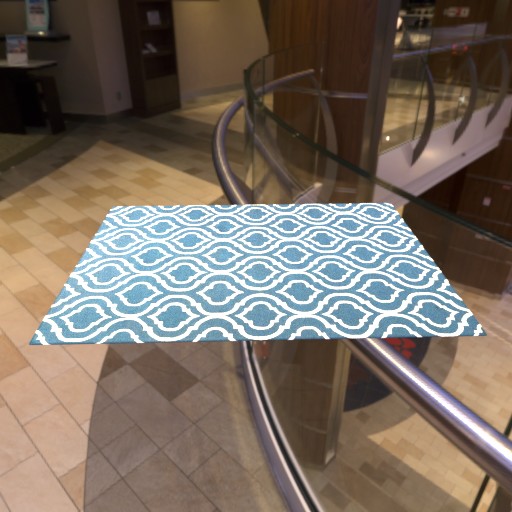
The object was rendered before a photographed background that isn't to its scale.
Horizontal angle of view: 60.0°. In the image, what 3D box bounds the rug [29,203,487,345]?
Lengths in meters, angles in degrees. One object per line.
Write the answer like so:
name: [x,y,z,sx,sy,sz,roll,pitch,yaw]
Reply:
rug: [0.000,0.000,4.282,3.353,0.010,2.438,-1,30,-2]
